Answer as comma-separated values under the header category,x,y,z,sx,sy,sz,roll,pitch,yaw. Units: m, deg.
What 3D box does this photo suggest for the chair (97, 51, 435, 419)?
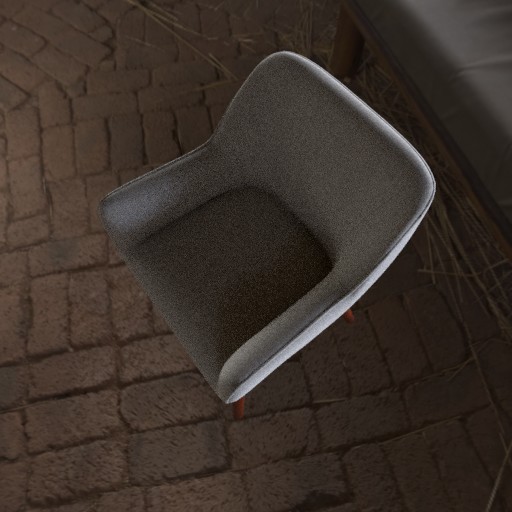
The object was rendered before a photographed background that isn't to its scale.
category,x,y,z,sx,sy,sz,roll,pitch,yaw
chair,0.000,0.000,1.254,0.610,0.813,0.610,-34,68,-16
